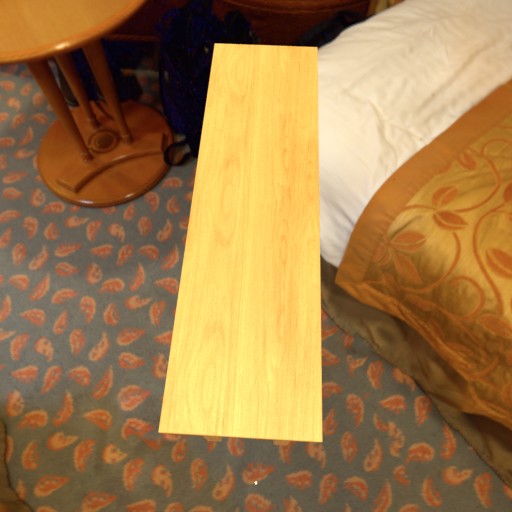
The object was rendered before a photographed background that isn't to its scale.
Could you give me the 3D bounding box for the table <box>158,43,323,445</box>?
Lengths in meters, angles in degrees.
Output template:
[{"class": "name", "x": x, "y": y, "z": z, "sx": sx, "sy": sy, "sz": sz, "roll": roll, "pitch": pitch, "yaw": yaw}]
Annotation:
[{"class": "table", "x": 0.000, "y": 0.000, "z": 1.547, "sx": 0.350, "sy": 0.730, "sz": 1.240, "roll": 3, "pitch": 63, "yaw": 1}]
